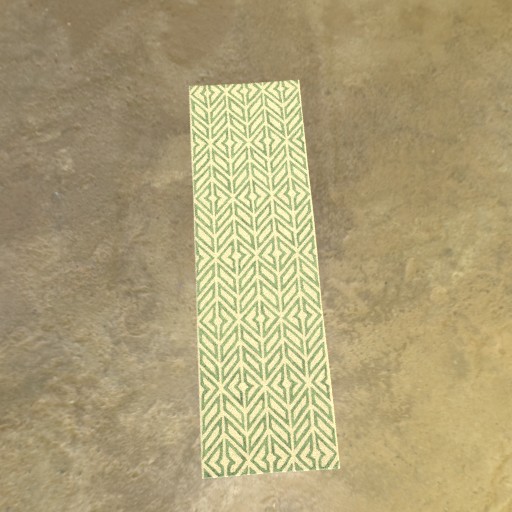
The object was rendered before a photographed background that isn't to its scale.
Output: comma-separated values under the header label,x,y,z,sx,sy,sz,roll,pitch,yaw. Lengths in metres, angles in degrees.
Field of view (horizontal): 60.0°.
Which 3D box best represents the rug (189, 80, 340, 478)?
label,x,y,z,sx,sy,sz,roll,pitch,yaw
rug,0.000,0.000,2.702,0.750,0.009,2.435,-4,75,-1
